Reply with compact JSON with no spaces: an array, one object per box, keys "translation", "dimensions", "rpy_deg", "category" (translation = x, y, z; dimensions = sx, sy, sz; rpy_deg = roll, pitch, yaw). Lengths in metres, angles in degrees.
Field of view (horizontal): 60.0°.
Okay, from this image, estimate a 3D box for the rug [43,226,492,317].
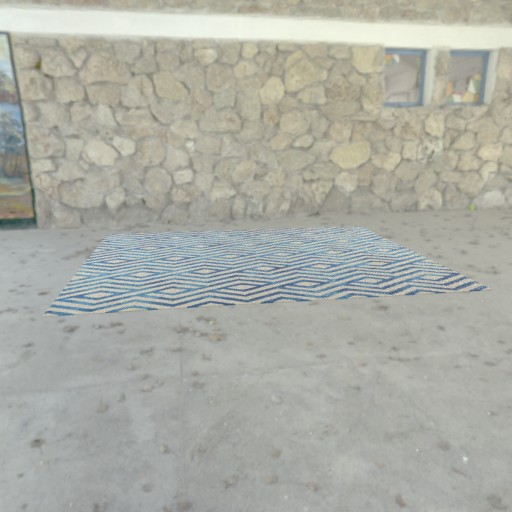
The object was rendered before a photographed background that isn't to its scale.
[{"translation":[0.000,0.000,4.127],"dimensions":[3.059,0.008,2.453],"rpy_deg":[-2,15,-9],"category":"rug"}]
